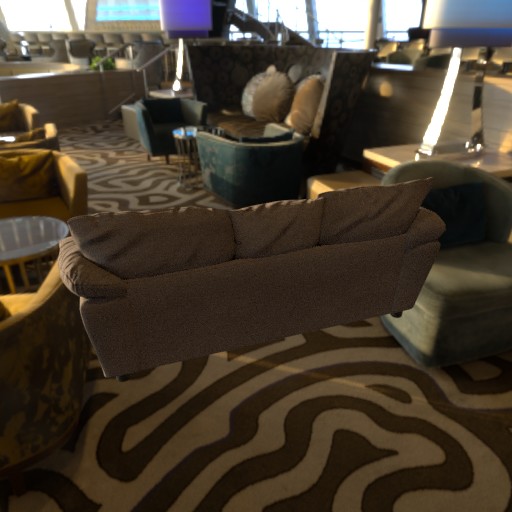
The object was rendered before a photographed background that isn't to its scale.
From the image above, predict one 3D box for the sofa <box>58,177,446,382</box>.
[{"bbox_3d":[0.000,0.000,2.943,2.390,1.043,0.927,-9,28,-18],"label":"sofa"}]
